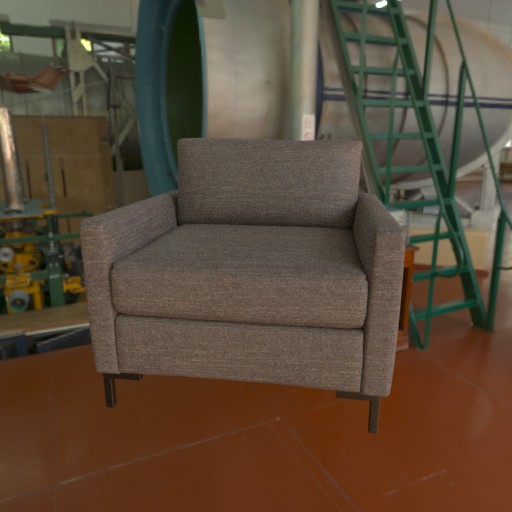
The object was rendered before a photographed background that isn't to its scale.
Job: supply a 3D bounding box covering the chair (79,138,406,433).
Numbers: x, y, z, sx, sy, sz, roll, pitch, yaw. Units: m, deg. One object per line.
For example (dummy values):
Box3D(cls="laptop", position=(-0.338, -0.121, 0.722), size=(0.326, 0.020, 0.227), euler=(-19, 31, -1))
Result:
Box3D(cls="chair", position=(0.000, 0.000, 1.630), size=(0.940, 0.841, 0.845), euler=(2, 15, 9))
